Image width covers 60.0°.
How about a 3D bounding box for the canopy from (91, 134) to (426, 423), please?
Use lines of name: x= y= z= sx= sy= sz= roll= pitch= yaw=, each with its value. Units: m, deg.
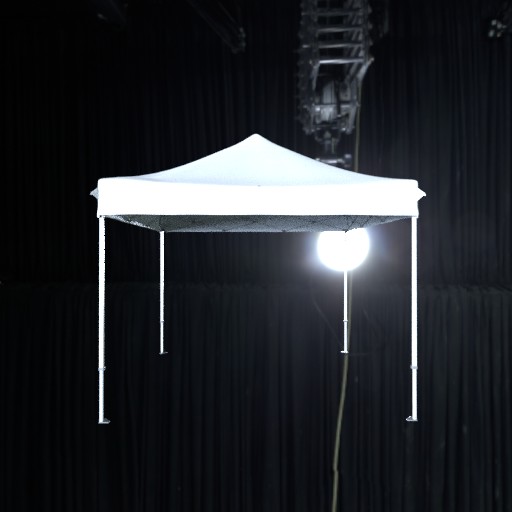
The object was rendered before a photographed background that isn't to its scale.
canopy: x=0.000 y=0.000 z=5.453 sx=2.994 sy=2.998 sz=2.996 roll=0 pitch=0 yaw=-1
